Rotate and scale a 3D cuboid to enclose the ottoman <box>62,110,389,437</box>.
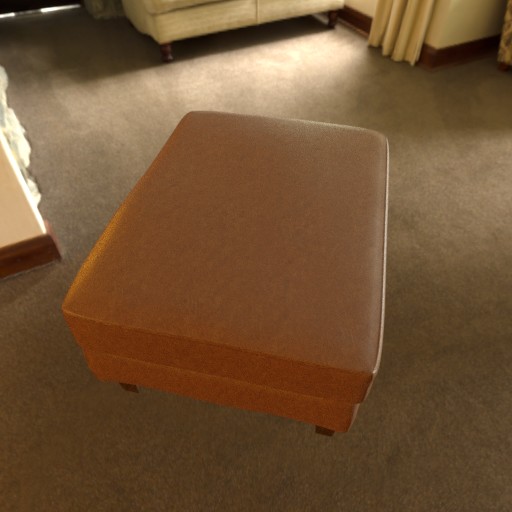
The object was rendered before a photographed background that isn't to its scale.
[{"bbox_3d":[0.000,0.000,1.245,0.650,0.485,0.851,9,47,9],"label":"ottoman"}]
